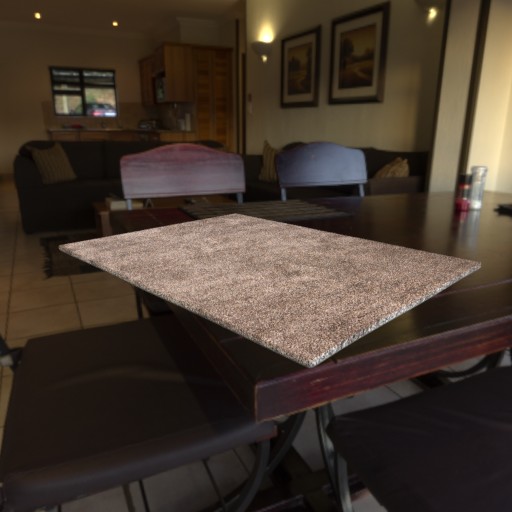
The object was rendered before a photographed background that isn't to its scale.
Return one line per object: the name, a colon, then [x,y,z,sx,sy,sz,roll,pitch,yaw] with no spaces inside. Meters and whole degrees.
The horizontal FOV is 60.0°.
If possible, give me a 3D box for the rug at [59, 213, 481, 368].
rug: [0.000,0.000,2.080,1.198,0.025,1.601,-16,23,-43]
